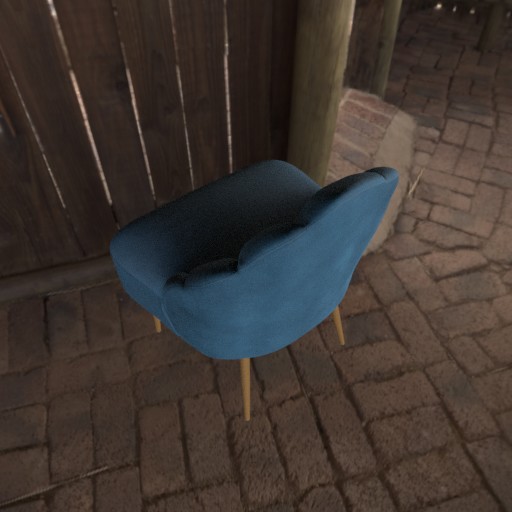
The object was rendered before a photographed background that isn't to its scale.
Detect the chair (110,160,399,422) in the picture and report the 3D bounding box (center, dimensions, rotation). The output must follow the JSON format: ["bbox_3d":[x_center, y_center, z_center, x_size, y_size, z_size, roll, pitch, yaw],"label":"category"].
[{"bbox_3d":[0.000,0.000,1.253,0.657,0.819,0.599,-31,53,-26],"label":"chair"}]
